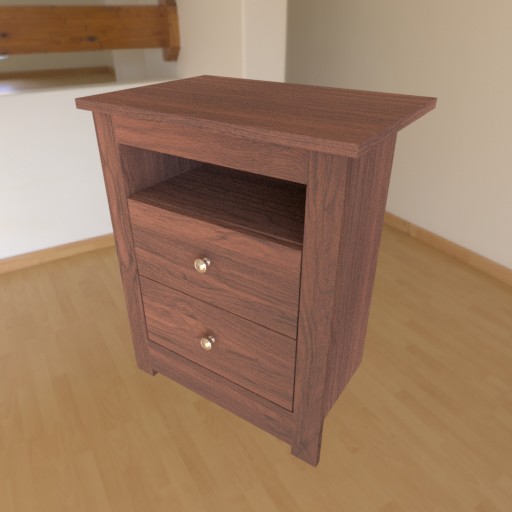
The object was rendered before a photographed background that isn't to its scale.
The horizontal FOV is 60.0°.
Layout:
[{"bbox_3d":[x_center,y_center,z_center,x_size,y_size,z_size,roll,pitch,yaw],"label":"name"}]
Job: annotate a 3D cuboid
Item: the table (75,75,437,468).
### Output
[{"bbox_3d":[0.000,0.000,1.045,0.589,0.711,0.406,18,34,29],"label":"table"}]
